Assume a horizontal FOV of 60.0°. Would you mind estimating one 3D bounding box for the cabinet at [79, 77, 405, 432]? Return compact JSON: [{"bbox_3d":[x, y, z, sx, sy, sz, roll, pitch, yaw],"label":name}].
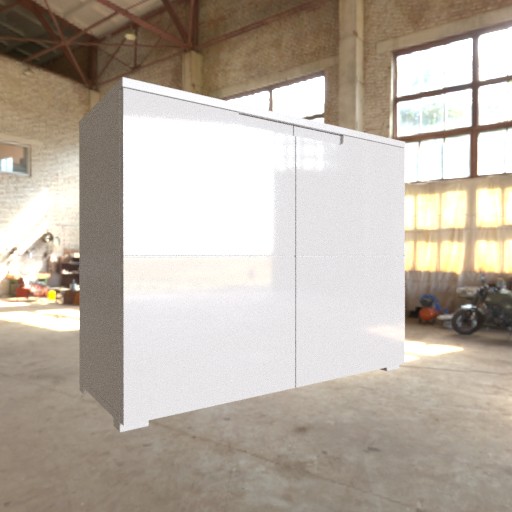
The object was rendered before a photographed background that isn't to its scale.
[{"bbox_3d":[0.000,0.000,1.436,1.000,0.800,0.400,0,0,-35],"label":"cabinet"}]
